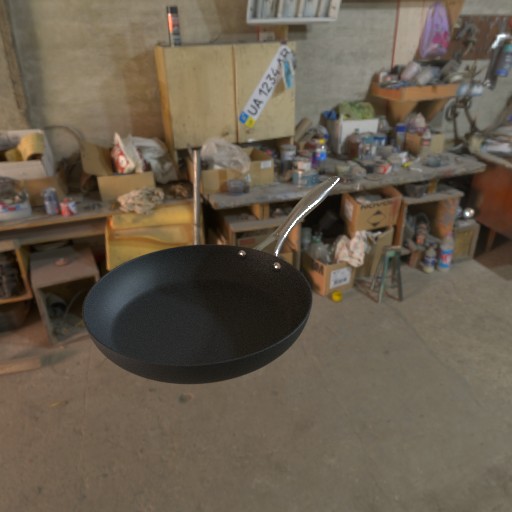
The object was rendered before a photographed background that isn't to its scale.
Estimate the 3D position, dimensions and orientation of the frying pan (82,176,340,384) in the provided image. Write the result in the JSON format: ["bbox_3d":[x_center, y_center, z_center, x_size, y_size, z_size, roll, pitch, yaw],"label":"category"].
[{"bbox_3d":[0.000,0.000,0.585,0.255,0.105,0.472,18,32,32],"label":"frying pan"}]
